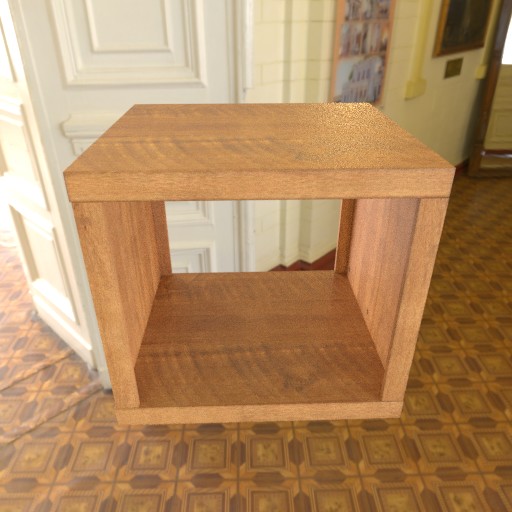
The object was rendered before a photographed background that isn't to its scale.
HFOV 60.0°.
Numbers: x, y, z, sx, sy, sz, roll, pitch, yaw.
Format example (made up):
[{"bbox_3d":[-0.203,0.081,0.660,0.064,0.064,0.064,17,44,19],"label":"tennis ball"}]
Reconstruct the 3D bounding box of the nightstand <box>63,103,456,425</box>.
[{"bbox_3d":[0.000,0.000,0.860,0.493,0.491,0.436,-1,29,-2],"label":"nightstand"}]
